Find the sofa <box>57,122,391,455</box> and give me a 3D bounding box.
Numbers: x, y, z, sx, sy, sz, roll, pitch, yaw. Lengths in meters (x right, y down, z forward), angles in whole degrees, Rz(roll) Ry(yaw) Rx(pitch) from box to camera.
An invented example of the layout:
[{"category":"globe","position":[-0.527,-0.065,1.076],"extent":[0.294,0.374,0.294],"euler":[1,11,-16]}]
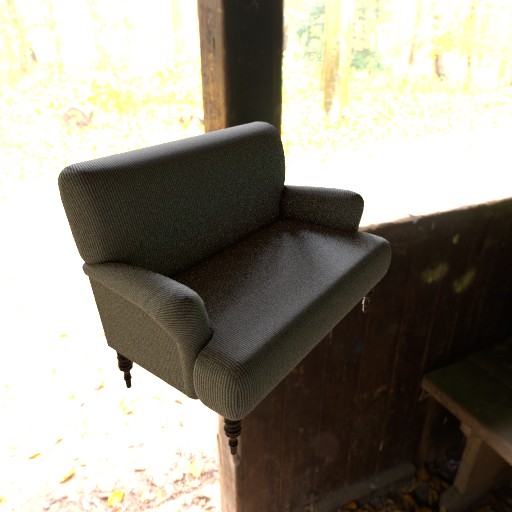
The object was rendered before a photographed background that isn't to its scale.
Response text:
[{"category":"sofa","position":[0.000,0.000,1.856],"extent":[0.779,0.889,1.297],"euler":[18,31,32]}]
